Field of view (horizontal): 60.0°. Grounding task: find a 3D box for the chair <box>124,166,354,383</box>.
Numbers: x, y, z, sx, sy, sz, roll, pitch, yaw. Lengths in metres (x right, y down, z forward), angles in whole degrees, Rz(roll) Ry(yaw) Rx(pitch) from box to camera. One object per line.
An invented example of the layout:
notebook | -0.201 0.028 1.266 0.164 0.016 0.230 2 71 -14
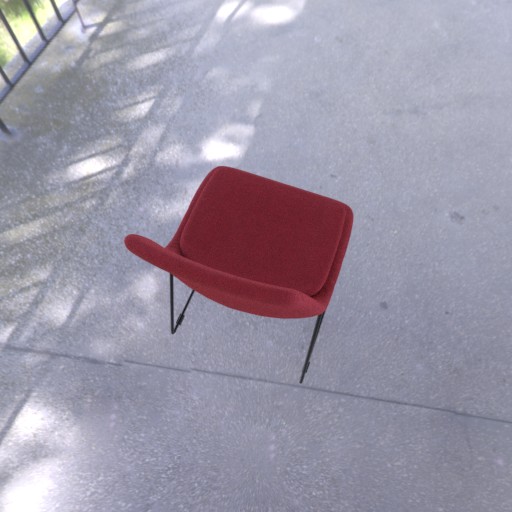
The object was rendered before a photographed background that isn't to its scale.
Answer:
chair | 0.000 0.000 1.191 0.479 0.858 0.518 19 66 9
